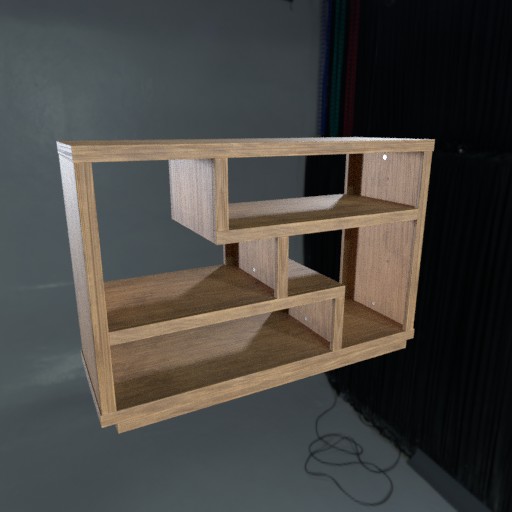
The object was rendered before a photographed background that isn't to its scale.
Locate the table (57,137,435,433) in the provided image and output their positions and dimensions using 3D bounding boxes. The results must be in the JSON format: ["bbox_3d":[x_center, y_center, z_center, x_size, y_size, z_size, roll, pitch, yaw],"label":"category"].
[{"bbox_3d":[0.000,0.000,1.524,1.151,0.771,0.410,-8,18,-26],"label":"table"}]
